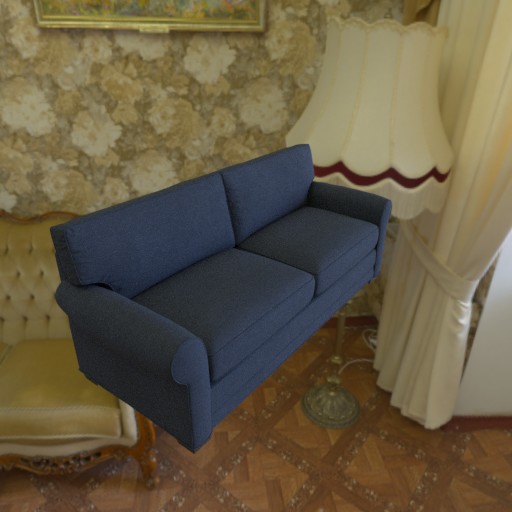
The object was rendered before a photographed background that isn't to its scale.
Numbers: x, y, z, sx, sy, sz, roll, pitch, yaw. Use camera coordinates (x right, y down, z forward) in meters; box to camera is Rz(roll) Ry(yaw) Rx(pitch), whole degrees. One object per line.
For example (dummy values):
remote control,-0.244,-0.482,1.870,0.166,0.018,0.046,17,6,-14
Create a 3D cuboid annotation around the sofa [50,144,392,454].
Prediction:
sofa,0.000,0.000,2.905,0.954,1.026,2.391,19,32,32
